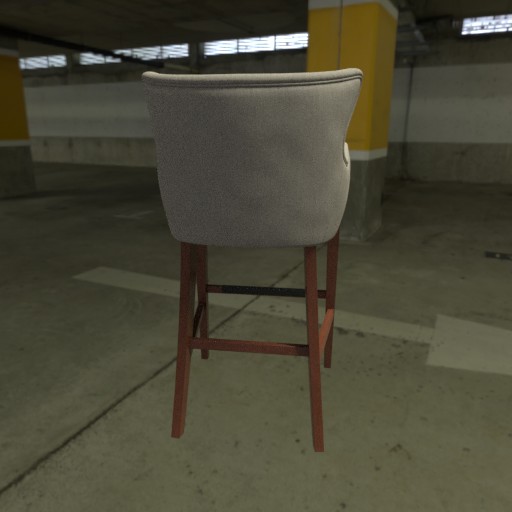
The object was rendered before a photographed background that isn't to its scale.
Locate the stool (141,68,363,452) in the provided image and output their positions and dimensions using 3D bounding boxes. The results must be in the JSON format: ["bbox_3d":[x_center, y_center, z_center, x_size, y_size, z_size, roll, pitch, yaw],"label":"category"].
[{"bbox_3d":[0.000,0.000,1.387,0.575,1.047,0.575,2,16,8],"label":"stool"}]
